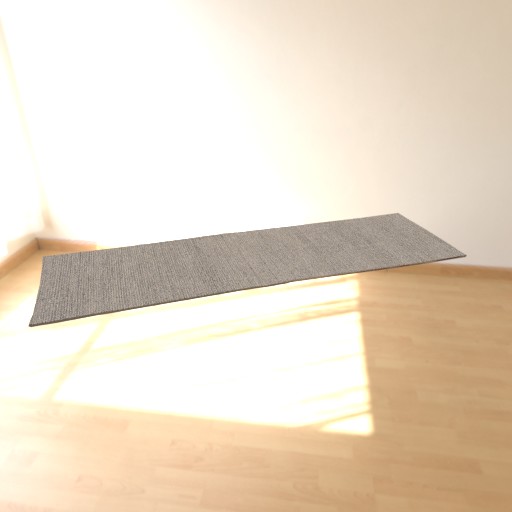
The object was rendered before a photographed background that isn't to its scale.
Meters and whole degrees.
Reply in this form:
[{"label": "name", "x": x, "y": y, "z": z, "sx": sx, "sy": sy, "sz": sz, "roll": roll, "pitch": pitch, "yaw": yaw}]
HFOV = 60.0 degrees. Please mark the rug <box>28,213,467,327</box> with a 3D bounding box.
[{"label": "rug", "x": 0.000, "y": 0.000, "z": 2.524, "sx": 2.320, "sy": 0.032, "sz": 0.692, "roll": -8, "pitch": 28, "yaw": -15}]
